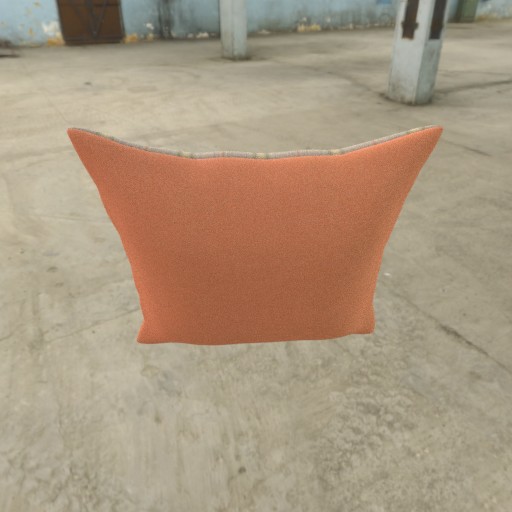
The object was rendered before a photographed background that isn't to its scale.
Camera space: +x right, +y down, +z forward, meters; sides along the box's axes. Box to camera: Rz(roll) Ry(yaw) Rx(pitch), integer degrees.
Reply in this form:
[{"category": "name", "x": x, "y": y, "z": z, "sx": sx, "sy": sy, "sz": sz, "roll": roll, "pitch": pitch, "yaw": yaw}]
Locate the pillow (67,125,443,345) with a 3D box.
[{"category": "pillow", "x": 0.000, "y": 0.000, "z": 0.690, "sx": 0.453, "sy": 0.430, "sz": 0.200, "roll": -1, "pitch": 31, "yaw": -2}]
